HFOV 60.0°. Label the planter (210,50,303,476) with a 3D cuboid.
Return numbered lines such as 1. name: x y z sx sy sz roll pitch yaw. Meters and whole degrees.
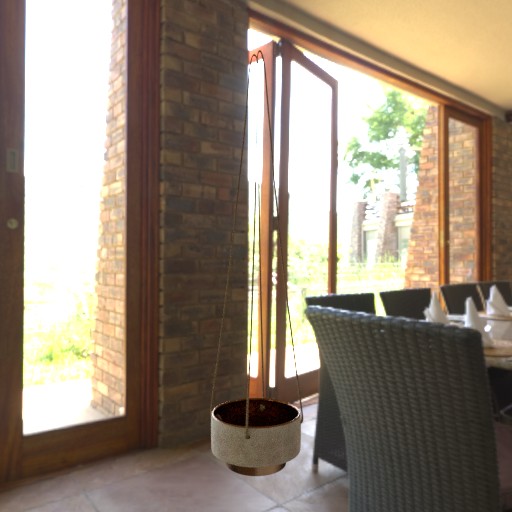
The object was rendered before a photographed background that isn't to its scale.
1. planter: 0.000 0.000 1.117 0.223 1.030 0.223 1 -1 -35
